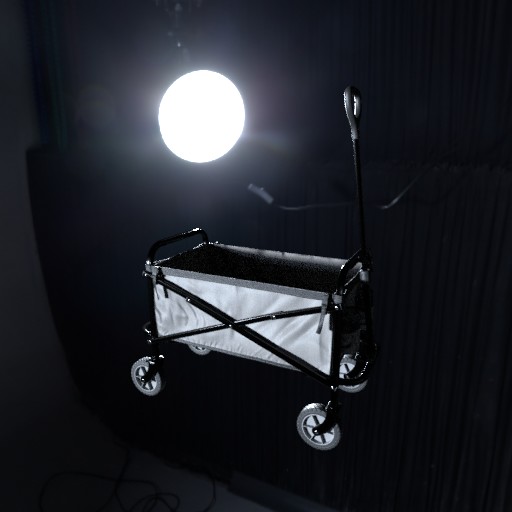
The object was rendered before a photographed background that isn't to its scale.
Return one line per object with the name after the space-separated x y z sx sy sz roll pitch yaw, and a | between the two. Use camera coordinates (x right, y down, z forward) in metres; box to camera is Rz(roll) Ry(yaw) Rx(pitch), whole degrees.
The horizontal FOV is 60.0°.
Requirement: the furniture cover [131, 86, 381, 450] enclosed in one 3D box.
0.000 0.000 1.849 1.038 1.295 0.532 7 17 25 | furniture cover
